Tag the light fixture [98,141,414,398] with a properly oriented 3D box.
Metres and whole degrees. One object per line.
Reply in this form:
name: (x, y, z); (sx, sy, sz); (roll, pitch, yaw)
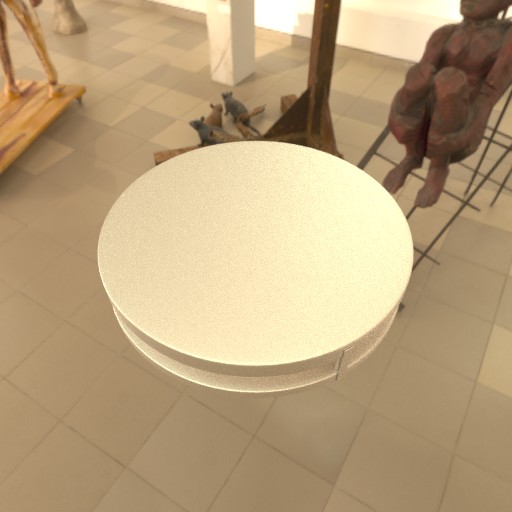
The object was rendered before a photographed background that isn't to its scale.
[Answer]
light fixture: (0.000, 0.000, 0.547); (0.356, 0.102, 0.356); (0, 47, 0)
